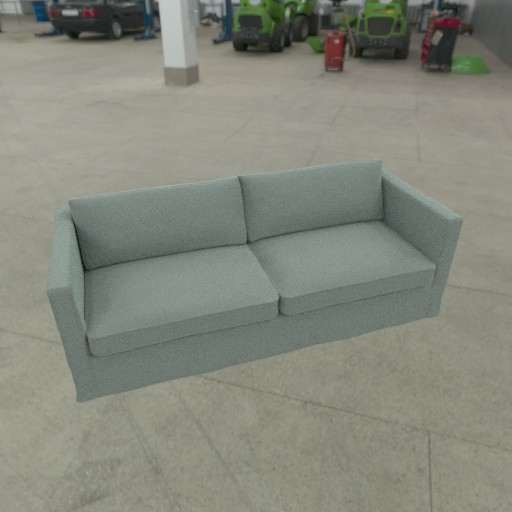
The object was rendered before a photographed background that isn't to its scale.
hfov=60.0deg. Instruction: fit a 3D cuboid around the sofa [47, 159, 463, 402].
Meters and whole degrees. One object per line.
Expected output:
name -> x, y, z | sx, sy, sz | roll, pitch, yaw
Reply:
sofa -> 0.000, 0.000, 2.791 | 2.312, 0.853, 0.962 | -10, 33, -16
